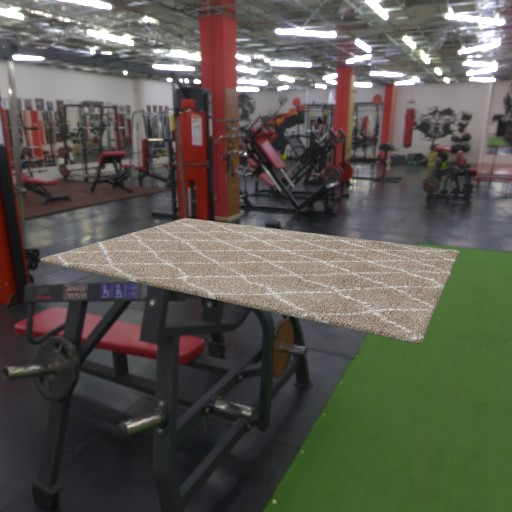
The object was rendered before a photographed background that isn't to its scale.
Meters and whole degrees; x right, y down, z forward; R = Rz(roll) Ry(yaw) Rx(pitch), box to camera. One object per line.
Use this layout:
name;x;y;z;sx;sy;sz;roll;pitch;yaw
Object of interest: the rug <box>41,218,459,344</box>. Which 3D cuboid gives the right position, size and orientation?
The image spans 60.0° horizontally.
rug;0.000;0.000;3.440;2.743;0.030;1.778;9;18;28
